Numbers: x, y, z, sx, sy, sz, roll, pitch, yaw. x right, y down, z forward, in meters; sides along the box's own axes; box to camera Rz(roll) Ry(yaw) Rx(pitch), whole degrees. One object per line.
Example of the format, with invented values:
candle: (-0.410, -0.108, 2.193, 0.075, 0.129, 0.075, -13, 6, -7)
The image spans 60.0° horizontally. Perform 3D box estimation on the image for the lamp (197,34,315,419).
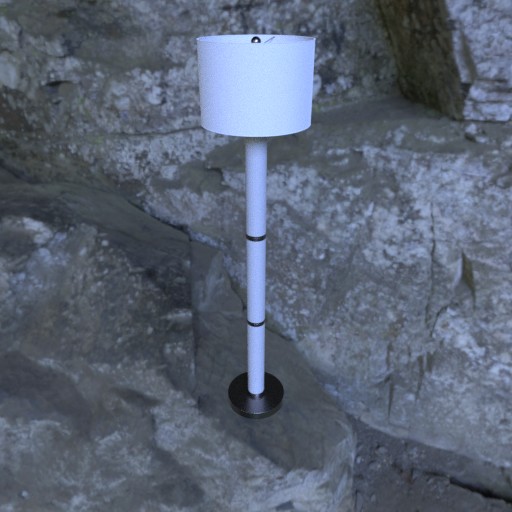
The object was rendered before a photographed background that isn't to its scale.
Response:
lamp: (0.000, 0.000, 1.797, 0.377, 1.599, 0.377, 10, 31, 18)
